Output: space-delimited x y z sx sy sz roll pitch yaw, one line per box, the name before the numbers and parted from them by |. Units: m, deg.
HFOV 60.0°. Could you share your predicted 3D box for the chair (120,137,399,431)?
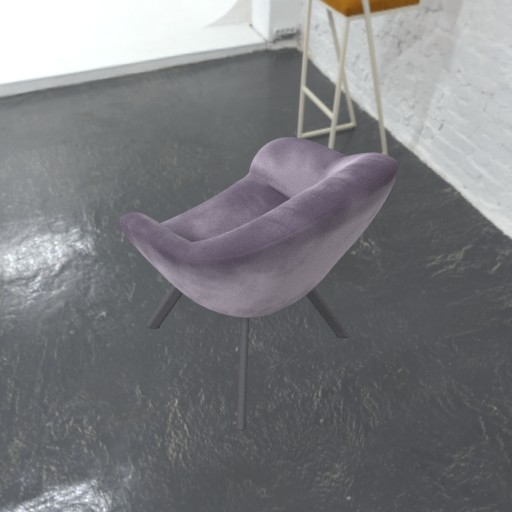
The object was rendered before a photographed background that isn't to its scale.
chair | 0.000 0.000 1.203 0.550 0.795 0.590 -33 54 -28
